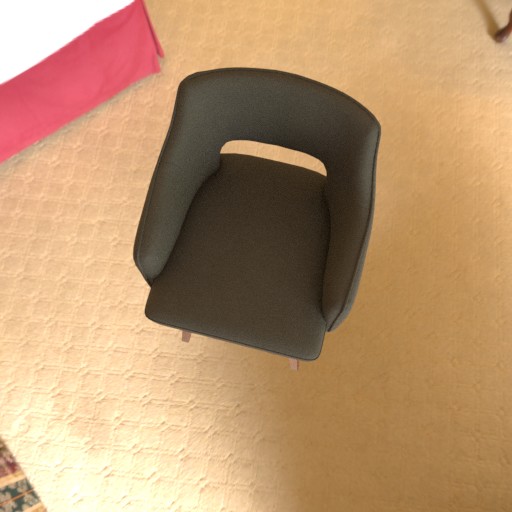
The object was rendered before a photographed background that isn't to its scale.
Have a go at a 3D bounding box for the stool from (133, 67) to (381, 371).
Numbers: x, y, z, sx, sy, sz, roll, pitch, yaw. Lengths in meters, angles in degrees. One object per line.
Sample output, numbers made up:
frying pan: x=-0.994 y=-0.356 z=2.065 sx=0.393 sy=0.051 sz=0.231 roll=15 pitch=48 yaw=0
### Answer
stool: x=0.000 y=0.000 z=1.345 sx=0.548 sy=1.012 sz=0.558 roll=14 pitch=74 yaw=4
